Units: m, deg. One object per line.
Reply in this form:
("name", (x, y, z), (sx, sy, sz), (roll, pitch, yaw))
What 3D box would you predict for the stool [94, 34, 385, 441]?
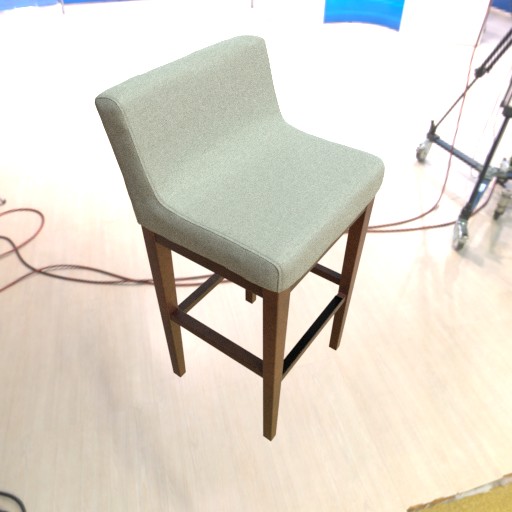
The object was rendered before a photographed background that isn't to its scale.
("stool", (0.000, 0.000, 1.295), (0.500, 1.037, 0.511), (26, 49, 26))
